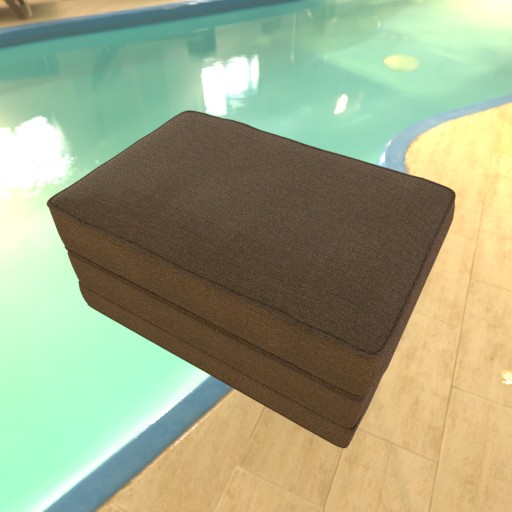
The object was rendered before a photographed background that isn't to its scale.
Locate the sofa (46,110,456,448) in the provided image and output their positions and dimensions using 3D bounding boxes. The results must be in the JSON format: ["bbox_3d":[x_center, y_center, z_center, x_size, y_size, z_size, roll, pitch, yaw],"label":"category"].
[{"bbox_3d":[0.000,0.000,1.211,0.854,0.457,0.578,23,49,21],"label":"sofa"}]
